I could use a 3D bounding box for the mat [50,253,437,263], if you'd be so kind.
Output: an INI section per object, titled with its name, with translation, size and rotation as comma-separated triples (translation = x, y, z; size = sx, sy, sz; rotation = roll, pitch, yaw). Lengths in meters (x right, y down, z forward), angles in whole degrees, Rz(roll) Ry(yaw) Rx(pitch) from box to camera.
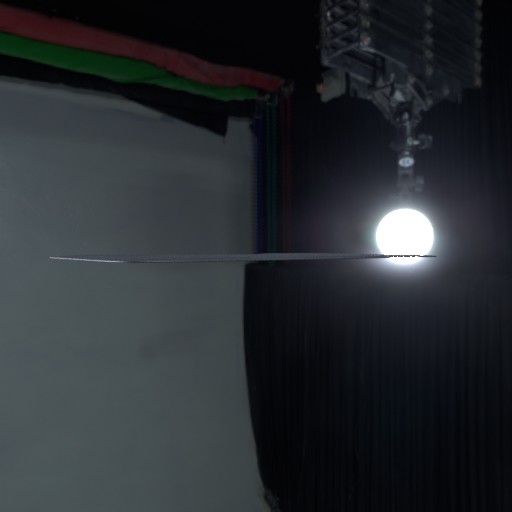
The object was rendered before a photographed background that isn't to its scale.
[mat]
translation = 0.000, 0.000, 1.927
size = 1.524, 0.013, 0.918
rotation = -1, 1, -37
